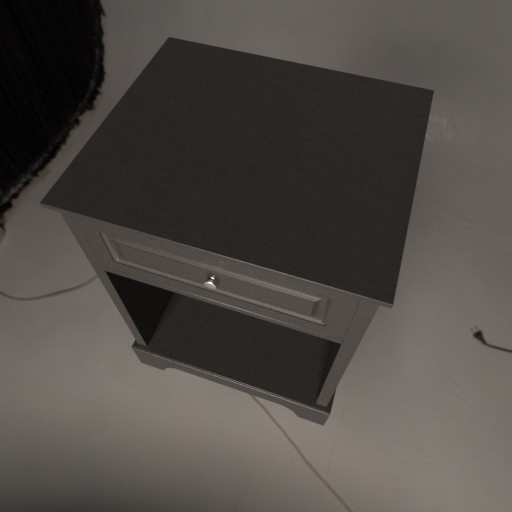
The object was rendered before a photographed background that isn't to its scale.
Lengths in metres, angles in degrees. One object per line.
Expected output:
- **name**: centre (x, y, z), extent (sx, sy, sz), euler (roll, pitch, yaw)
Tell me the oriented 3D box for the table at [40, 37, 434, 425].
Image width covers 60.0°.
- **table**: centre (0.000, 0.000, 0.893), extent (0.460, 0.610, 0.399), euler (16, 59, 10)
